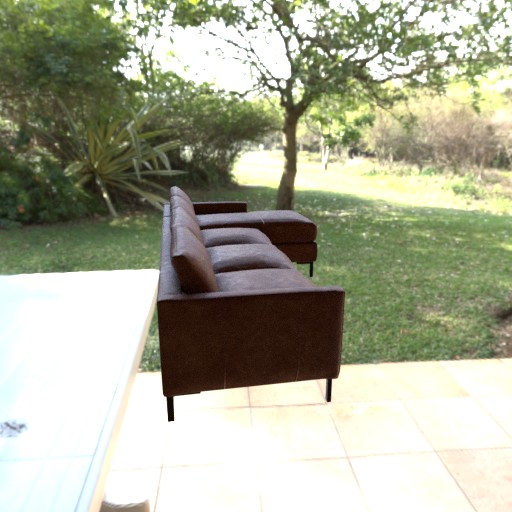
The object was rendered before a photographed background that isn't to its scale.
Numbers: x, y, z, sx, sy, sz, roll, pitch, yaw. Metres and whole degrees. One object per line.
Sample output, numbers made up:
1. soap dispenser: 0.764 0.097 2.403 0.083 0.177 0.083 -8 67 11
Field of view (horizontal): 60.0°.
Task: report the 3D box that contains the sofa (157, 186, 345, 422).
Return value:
1. sofa: 0.000 0.000 3.557 1.471 0.859 2.993 -3 16 -10
